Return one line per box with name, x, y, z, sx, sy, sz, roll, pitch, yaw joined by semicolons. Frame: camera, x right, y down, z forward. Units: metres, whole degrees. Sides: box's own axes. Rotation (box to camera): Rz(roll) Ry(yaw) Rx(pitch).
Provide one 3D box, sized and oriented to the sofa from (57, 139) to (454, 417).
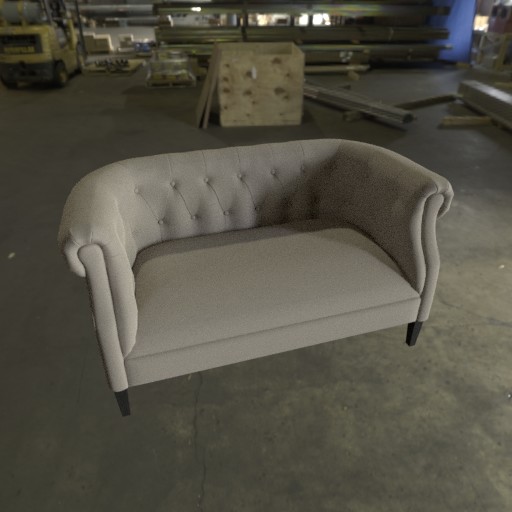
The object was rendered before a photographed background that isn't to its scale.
sofa;0.000;0.000;2.059;1.558;0.827;0.835;-10;33;-15
